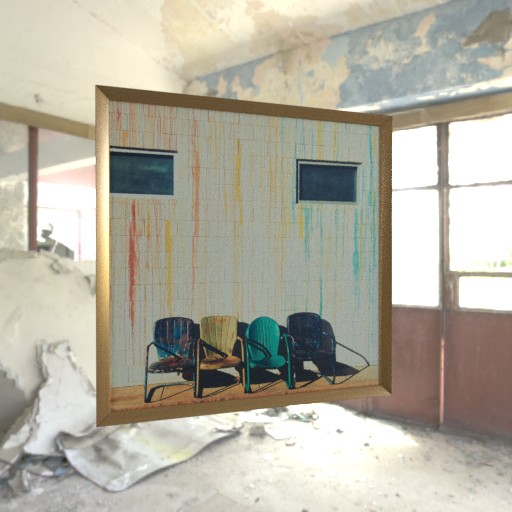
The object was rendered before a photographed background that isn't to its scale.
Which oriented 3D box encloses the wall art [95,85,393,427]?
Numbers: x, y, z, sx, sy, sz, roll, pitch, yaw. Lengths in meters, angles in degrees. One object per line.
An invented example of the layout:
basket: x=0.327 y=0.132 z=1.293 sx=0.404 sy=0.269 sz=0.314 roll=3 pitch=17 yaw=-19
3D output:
wall art: x=0.000 y=0.000 z=0.745 sx=0.505 sy=0.505 sz=0.037 roll=0 pitch=1 yaw=-17
